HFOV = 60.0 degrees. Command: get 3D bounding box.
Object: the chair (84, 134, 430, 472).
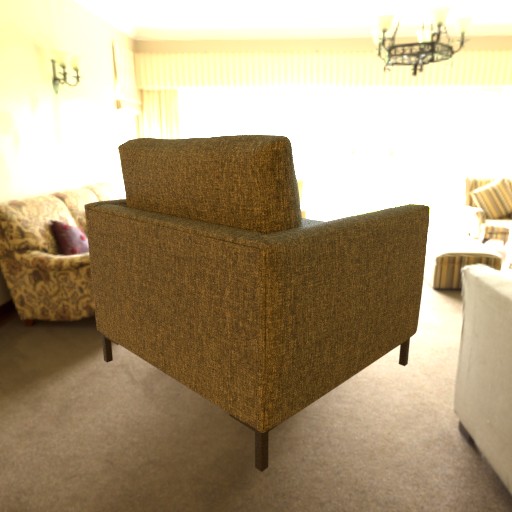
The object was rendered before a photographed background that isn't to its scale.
[{"bbox_3d":[0.000,0.000,1.645,0.963,0.861,0.866,14,20,43],"label":"chair"}]
